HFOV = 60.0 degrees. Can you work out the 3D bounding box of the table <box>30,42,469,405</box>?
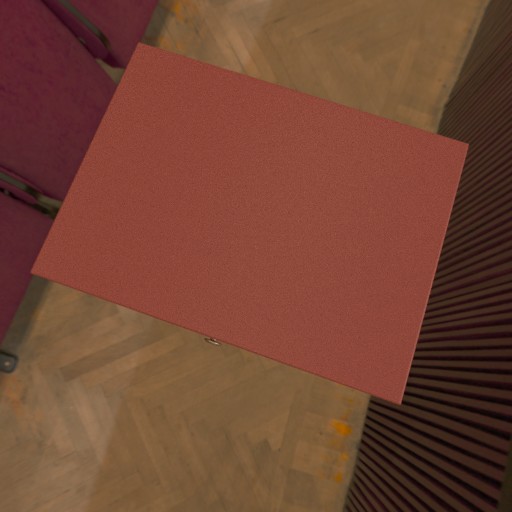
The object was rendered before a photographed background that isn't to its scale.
[{"bbox_3d":[0.000,0.000,1.050,0.599,0.686,0.451,19,78,4],"label":"table"}]
